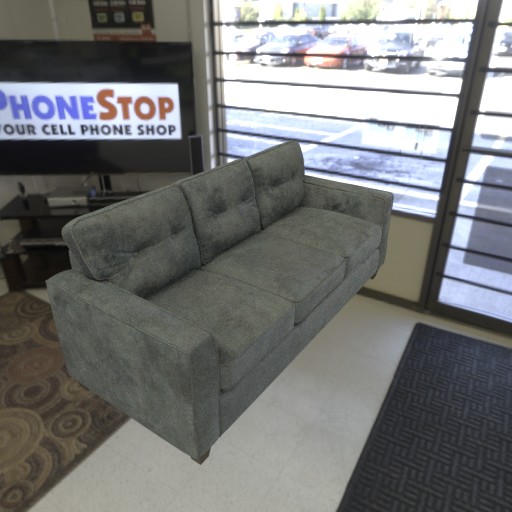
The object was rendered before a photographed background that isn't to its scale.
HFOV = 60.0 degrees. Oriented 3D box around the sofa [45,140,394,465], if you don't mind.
[{"bbox_3d":[0.000,0.000,2.656,0.939,0.965,2.133,18,33,31],"label":"sofa"}]
